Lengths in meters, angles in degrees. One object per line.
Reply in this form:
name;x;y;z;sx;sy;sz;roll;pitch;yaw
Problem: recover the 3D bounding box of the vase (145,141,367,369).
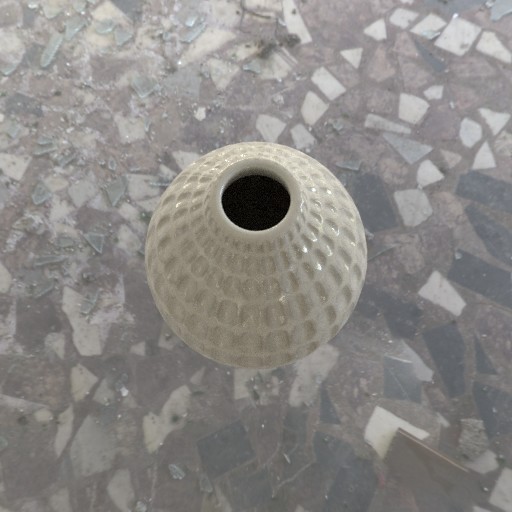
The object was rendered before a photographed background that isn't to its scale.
vase;0.000;0.000;0.260;0.128;0.167;0.128;0;73;0
